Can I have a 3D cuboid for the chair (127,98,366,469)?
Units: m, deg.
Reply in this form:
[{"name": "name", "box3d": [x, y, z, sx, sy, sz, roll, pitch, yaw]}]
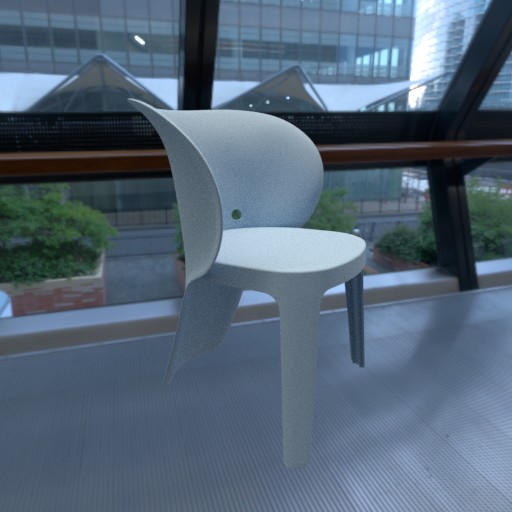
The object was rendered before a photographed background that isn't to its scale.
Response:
[{"name": "chair", "box3d": [0.000, 0.000, 0.846, 0.402, 0.554, 0.451, 8, 17, 27]}]
